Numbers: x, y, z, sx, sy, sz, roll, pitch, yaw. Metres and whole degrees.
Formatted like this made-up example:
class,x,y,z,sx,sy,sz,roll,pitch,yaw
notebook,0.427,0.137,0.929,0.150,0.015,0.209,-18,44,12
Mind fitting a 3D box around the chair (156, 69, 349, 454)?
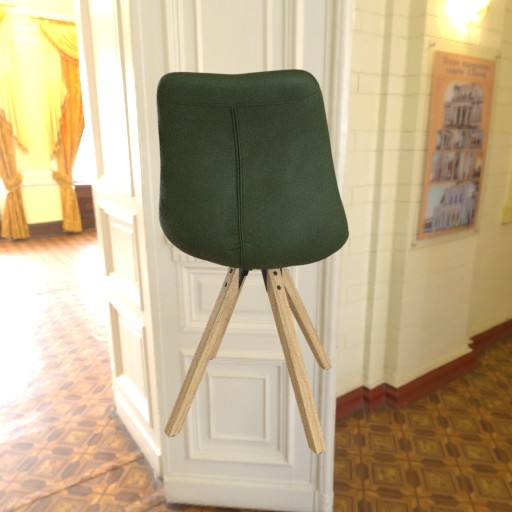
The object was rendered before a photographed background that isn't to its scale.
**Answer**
class,x,y,z,sx,sy,sz,roll,pitch,yaw
chair,0.000,0.000,1.196,0.483,0.865,0.547,3,15,9
